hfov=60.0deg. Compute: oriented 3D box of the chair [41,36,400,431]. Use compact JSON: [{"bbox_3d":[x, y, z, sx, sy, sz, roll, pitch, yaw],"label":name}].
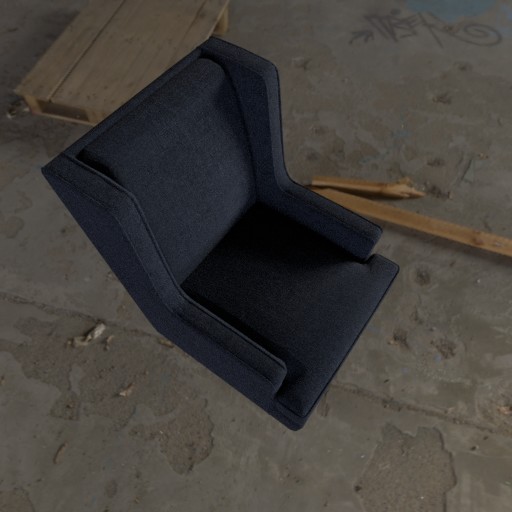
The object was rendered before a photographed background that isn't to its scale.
[{"bbox_3d":[0.000,0.000,1.686,0.947,1.072,0.764,32,64,18],"label":"chair"}]
